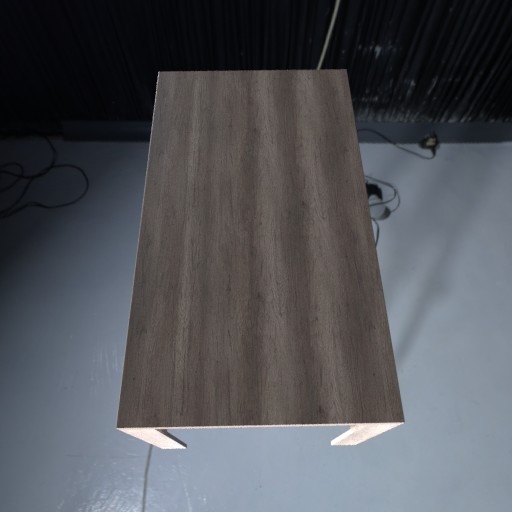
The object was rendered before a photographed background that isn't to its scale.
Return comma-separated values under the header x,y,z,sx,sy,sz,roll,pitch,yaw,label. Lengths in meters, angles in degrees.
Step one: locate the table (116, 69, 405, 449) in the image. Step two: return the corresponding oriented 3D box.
x,y,z,sx,sy,sz,roll,pitch,yaw,label
0.000,0.000,2.094,0.900,0.775,1.600,-1,62,-1,table
